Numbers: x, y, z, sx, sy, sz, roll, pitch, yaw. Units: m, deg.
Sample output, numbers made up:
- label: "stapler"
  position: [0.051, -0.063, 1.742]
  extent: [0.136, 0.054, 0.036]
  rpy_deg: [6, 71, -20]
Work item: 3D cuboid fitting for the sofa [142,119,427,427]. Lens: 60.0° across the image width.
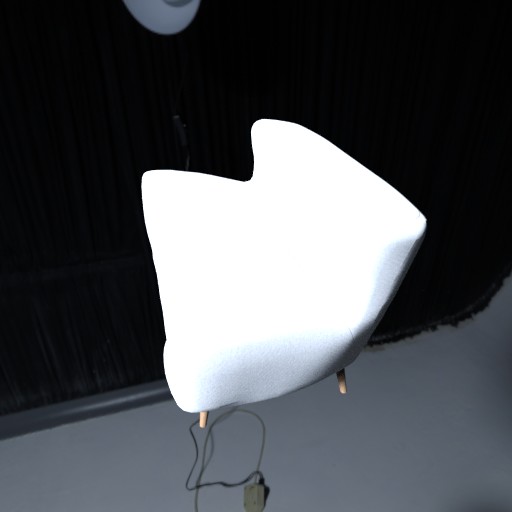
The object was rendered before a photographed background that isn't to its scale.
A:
- label: "sofa"
  position: [0.000, 0.000, 1.994]
  extent: [0.921, 0.878, 1.424]
  rpy_deg: [-8, 32, -13]
